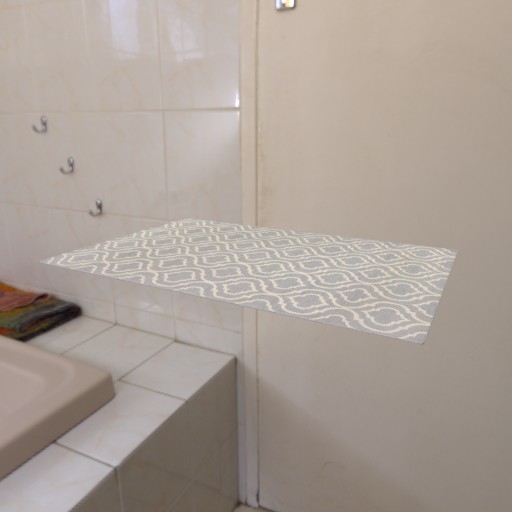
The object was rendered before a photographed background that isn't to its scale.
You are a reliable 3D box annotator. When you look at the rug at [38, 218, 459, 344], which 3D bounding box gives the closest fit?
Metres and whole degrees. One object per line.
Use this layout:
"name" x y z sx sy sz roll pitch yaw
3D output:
"rug" 0.000 0.000 2.194 1.749 0.015 1.141 9 18 27
